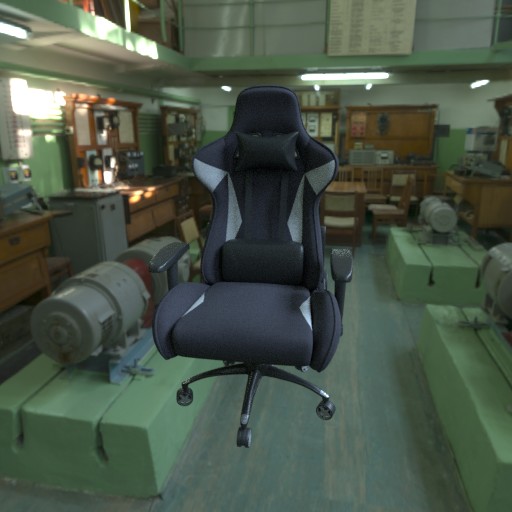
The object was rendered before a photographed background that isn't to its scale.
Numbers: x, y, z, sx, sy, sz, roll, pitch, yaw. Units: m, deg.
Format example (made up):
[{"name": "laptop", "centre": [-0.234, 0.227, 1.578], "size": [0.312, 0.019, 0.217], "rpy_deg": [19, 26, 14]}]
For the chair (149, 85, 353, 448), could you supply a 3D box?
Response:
[{"name": "chair", "centre": [0.000, 0.000, 1.727], "size": [0.730, 1.300, 0.695], "rpy_deg": [3, 16, 9]}]
